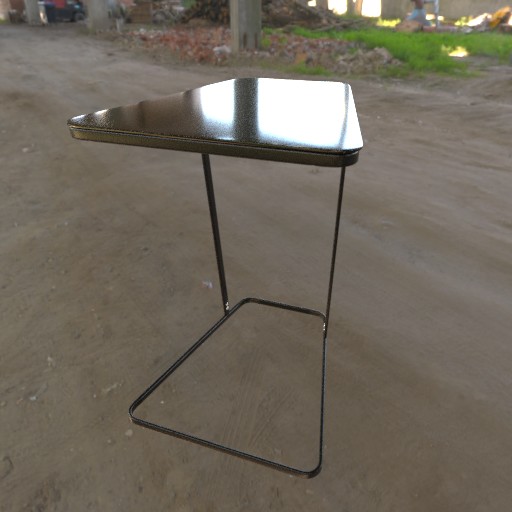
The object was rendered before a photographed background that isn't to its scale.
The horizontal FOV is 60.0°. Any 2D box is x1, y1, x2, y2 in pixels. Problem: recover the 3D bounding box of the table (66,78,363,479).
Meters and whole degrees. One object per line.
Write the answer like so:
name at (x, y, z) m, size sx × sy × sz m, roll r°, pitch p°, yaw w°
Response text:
table at (0.000, 0.000, 0.928) m, size 0.427 × 0.624 × 0.500 m, roll 10°, pitch 31°, yaw 17°
